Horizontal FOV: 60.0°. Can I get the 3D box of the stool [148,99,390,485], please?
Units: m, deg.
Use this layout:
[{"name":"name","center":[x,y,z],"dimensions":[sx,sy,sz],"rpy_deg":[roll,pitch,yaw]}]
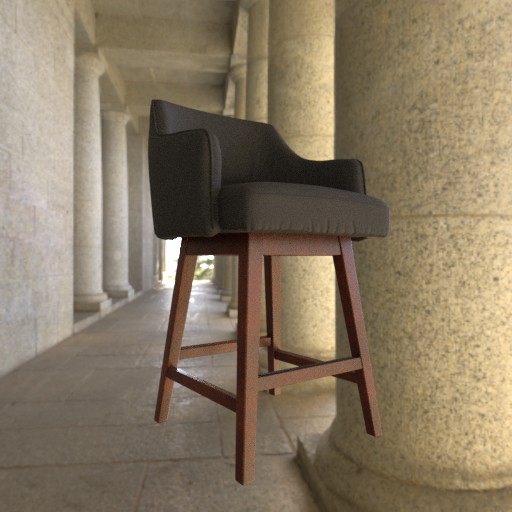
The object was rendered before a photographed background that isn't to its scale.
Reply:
[{"name":"stool","center":[0.000,0.000,1.206],"dimensions":[0.548,0.912,0.558],"rpy_deg":[0,0,-36]}]
